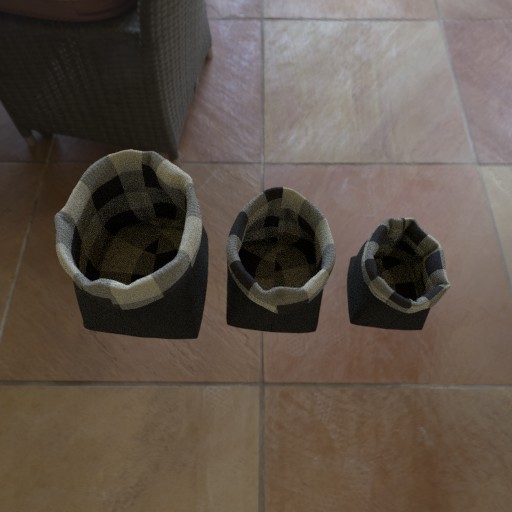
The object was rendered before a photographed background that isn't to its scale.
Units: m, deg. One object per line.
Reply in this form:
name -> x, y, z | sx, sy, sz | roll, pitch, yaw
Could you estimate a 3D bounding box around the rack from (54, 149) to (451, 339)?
rack -> 0.000, 0.000, 1.072 | 0.889, 0.329, 0.370 | 3, 64, 2
